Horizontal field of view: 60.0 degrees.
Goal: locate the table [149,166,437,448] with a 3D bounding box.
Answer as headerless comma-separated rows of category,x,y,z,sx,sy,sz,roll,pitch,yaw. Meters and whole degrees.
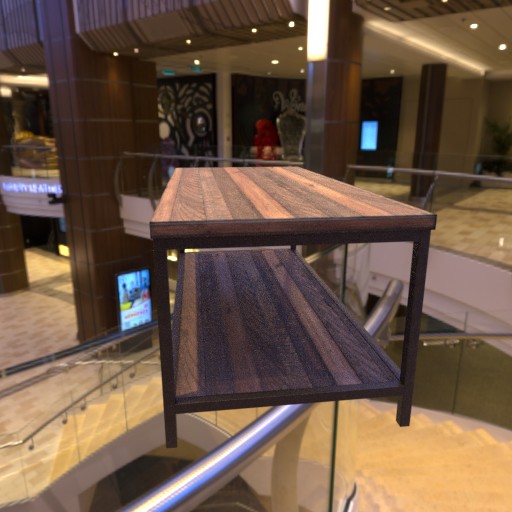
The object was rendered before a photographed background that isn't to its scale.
table,0.000,0.000,1.208,0.452,0.399,0.990,-2,16,-7
